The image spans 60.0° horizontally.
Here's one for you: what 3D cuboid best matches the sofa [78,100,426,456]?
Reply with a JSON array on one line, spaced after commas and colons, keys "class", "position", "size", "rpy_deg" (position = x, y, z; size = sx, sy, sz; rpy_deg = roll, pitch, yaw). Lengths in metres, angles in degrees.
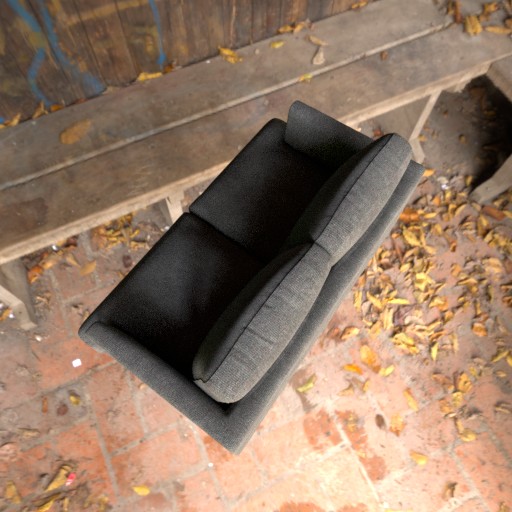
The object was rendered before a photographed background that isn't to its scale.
[{"class": "sofa", "position": [0.000, 0.000, 2.153], "size": [0.903, 0.956, 1.582], "rpy_deg": [33, 69, 15]}]
